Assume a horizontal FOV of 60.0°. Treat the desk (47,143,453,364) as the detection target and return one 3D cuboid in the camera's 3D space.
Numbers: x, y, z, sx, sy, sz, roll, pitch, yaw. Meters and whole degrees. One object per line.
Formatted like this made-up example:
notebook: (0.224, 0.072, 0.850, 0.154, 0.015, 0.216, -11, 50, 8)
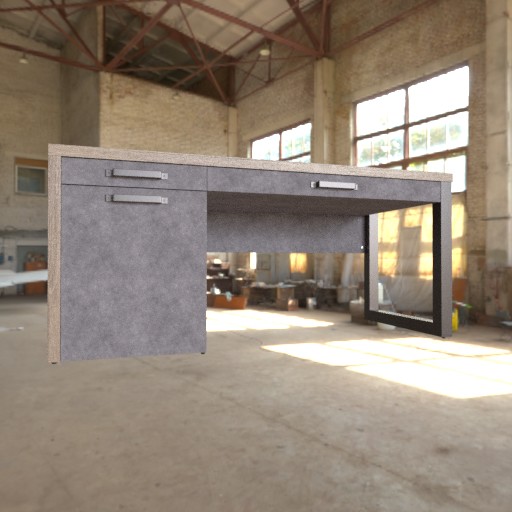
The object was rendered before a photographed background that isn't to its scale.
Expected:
desk: (0.000, 0.000, 2.079, 1.700, 0.760, 0.690, 0, -1, -18)
